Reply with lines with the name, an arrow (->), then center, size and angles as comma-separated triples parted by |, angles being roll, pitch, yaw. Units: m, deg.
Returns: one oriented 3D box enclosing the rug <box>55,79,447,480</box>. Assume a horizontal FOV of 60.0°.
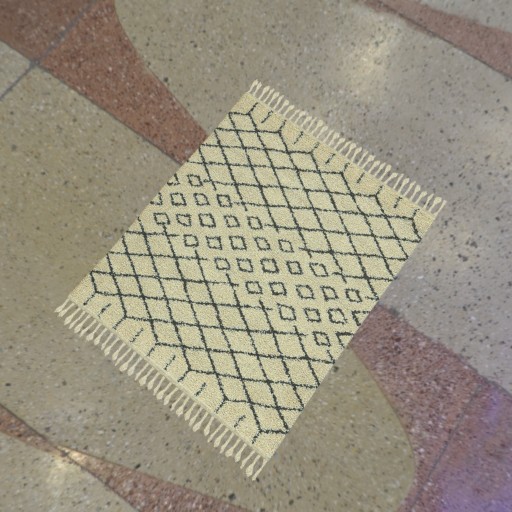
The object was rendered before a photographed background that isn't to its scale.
rug -> 0.000, 0.000, 4.300 | 2.388, 0.030, 3.213 | 36, 78, 9
